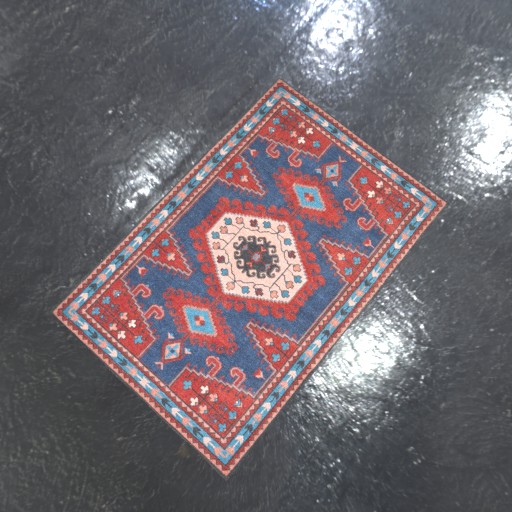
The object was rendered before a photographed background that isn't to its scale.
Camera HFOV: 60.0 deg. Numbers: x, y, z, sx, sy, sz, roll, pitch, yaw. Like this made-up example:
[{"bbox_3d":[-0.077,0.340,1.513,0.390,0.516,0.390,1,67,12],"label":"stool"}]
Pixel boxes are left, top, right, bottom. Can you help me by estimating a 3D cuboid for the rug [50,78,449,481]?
[{"bbox_3d":[0.000,0.000,2.325,1.207,0.012,1.820,40,79,9],"label":"rug"}]
